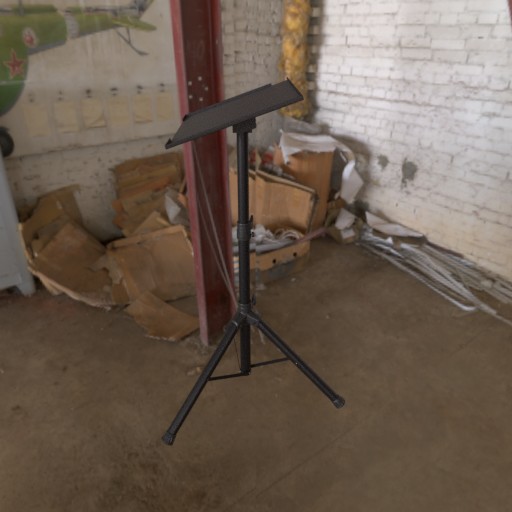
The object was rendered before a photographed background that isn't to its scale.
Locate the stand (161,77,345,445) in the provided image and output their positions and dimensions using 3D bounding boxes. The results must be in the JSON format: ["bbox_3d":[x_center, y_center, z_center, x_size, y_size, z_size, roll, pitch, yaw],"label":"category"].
[{"bbox_3d":[0.000,0.000,1.638,0.702,1.198,0.702,-1,27,-1],"label":"stand"}]
